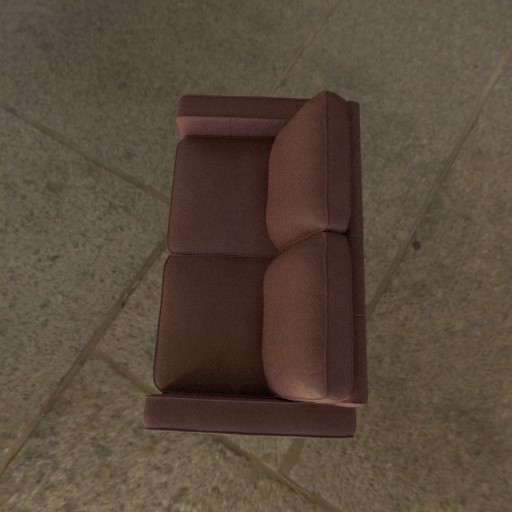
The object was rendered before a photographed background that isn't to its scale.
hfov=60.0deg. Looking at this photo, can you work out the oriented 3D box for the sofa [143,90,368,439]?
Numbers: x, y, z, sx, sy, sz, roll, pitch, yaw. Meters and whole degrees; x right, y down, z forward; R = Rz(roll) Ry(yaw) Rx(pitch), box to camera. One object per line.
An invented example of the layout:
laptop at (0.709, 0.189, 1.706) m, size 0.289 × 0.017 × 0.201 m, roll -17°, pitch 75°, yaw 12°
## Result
sofa at (0.000, 0.000, 2.274) m, size 0.947 × 0.918 × 1.709 m, roll 2°, pitch 73°, yaw 1°
